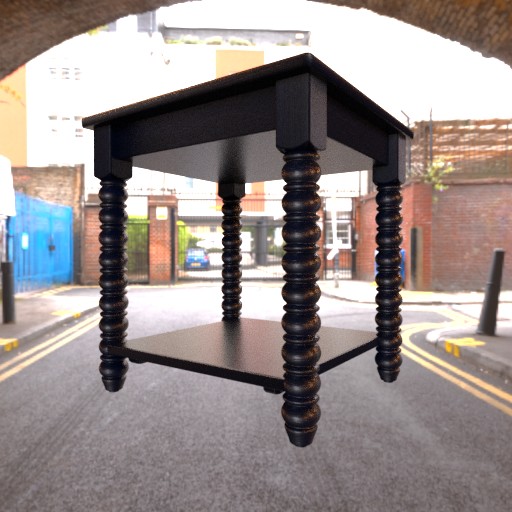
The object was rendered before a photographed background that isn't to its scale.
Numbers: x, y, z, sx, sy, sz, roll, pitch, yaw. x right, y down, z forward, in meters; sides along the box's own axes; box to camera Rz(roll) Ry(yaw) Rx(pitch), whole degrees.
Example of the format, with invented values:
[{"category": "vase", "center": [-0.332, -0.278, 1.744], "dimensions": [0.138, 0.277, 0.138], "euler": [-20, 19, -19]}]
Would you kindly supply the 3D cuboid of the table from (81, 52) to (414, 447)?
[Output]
[{"category": "table", "center": [0.000, 0.000, 0.962], "dimensions": [0.533, 0.567, 0.500], "euler": [0, 1, 35]}]
